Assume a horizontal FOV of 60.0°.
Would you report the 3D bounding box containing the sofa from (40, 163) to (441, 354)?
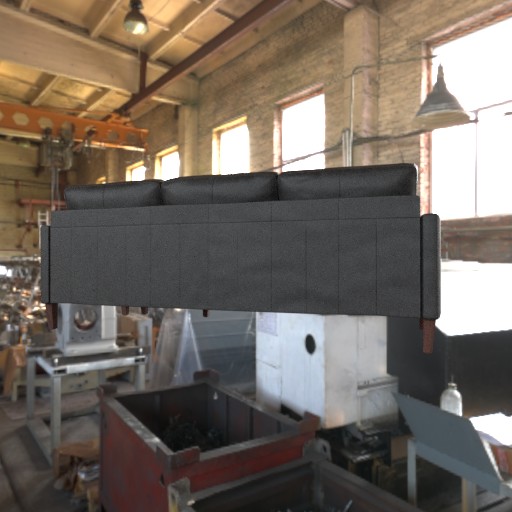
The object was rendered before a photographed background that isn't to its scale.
[{"bbox_3d":[0.000,0.000,2.939,2.178,0.876,1.497,0,-1,19],"label":"sofa"}]
